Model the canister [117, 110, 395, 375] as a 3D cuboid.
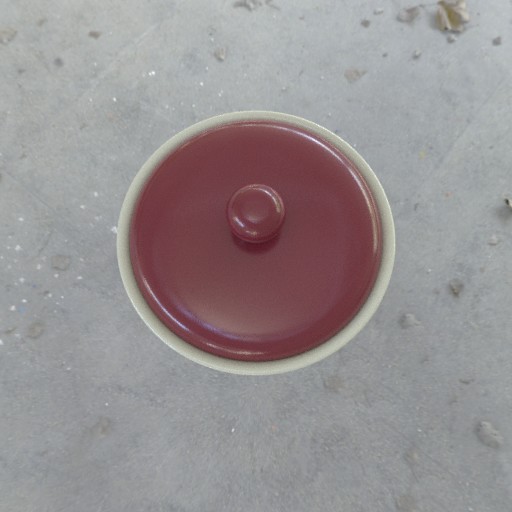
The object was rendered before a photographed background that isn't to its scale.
[{"bbox_3d":[0.000,0.000,0.346,0.182,0.208,0.182,0,74,0],"label":"canister"}]
